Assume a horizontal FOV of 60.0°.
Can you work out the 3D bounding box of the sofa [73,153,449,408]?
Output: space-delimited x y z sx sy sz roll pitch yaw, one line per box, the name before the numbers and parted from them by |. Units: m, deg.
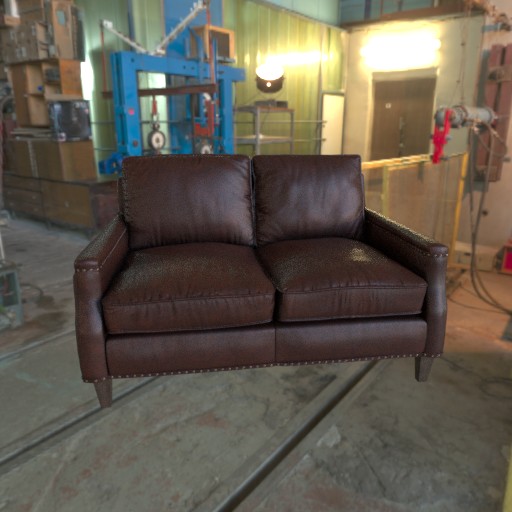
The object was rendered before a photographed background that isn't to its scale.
sofa | 0.000 0.000 2.310 1.628 1.003 1.083 -2 17 -8
